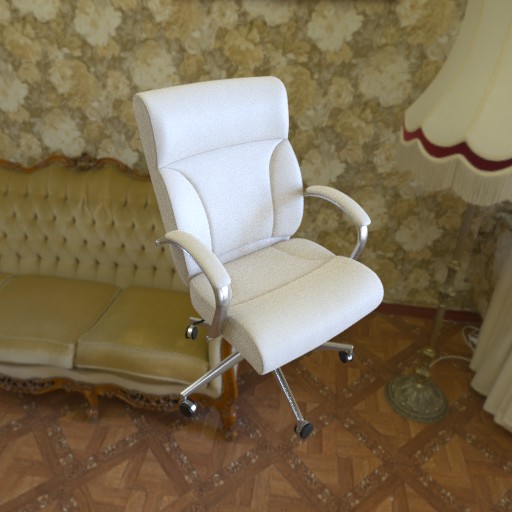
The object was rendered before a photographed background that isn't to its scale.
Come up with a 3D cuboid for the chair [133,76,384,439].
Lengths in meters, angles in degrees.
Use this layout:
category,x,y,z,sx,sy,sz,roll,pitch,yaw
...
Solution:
category,x,y,z,sx,sy,sz,roll,pitch,yaw
chair,0.000,0.000,1.575,0.727,1.099,0.745,-22,37,-33
